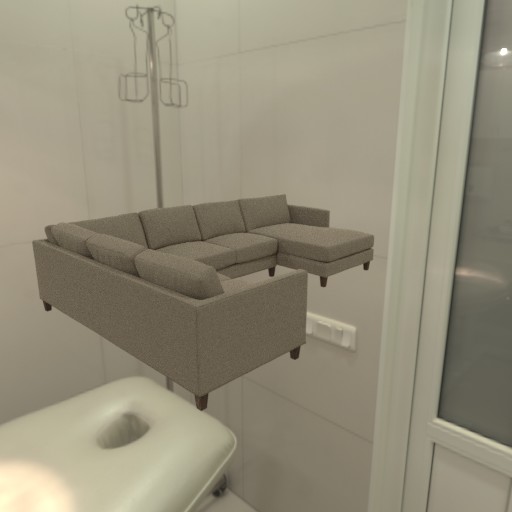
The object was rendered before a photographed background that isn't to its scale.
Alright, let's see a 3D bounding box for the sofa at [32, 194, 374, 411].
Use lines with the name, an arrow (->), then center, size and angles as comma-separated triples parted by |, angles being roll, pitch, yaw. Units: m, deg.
sofa -> 0.000, 0.000, 4.499 | 2.424, 0.865, 3.438 | 14, 20, 42
